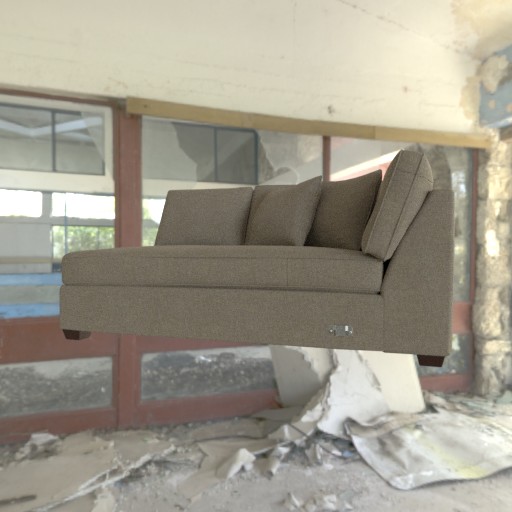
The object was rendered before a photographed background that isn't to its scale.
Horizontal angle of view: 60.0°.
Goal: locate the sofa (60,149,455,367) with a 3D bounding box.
[{"bbox_3d":[0.000,0.000,2.835,2.238,1.019,1.110,0,1,19],"label":"sofa"}]
